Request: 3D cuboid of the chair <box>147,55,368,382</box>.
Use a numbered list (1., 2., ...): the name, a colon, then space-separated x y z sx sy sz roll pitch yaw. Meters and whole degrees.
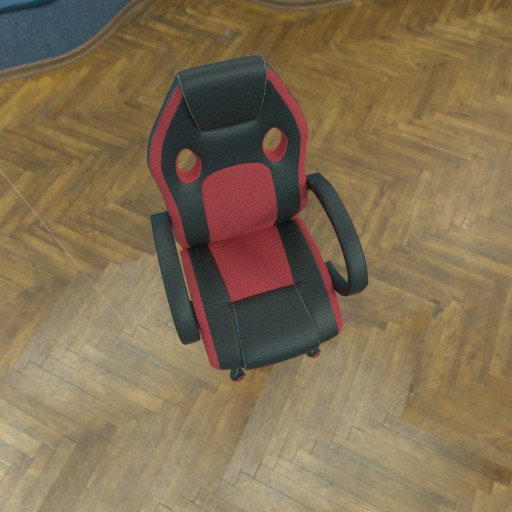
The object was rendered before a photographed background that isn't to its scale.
1. chair: 0.000 0.000 1.639 0.673 1.187 0.724 -16 64 -8
